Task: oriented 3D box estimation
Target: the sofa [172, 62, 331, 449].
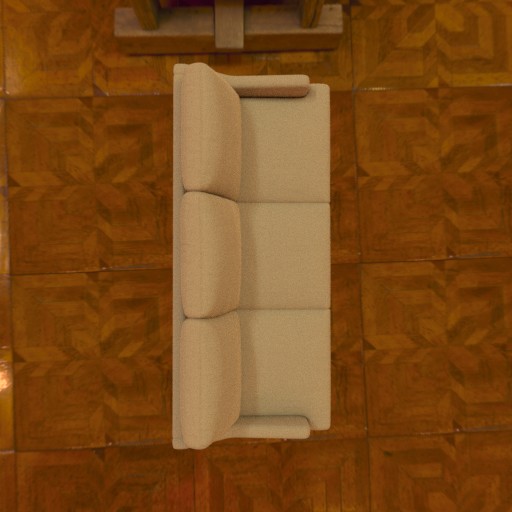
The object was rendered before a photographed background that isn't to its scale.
[{"bbox_3d":[0.000,0.000,2.889,1.000,0.913,2.321,0,89,-1],"label":"sofa"}]
